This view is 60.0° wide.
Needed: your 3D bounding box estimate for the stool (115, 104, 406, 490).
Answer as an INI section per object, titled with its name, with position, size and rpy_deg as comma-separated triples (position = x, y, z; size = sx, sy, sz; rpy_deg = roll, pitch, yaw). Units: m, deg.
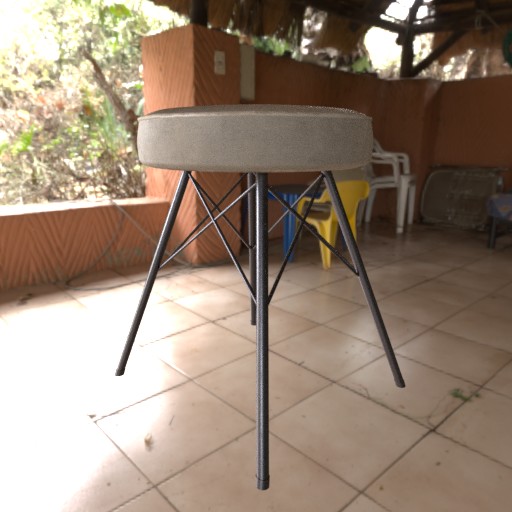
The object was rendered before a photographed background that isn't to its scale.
[stool]
position = 0.000, 0.000, 0.860
size = 0.423, 0.538, 0.457
rpy_deg = -13, 19, -42
